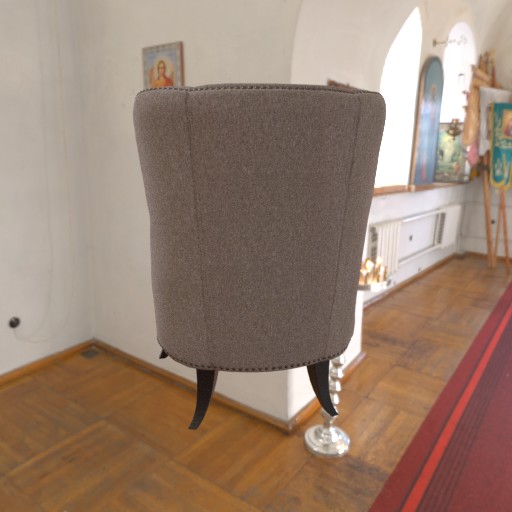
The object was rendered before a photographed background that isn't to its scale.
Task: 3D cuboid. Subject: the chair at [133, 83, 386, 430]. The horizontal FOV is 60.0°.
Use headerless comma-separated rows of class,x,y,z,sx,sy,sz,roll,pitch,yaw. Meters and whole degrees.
chair,0.000,0.000,1.559,0.759,1.060,0.758,-2,14,-9
